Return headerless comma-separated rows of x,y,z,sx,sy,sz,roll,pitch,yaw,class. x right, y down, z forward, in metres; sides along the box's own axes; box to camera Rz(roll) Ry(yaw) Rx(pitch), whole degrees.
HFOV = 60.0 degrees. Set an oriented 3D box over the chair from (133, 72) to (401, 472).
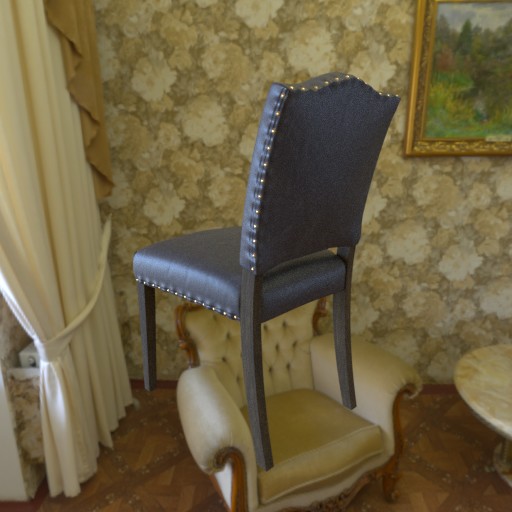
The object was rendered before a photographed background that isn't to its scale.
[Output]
0.000,0.000,1.340,0.500,0.991,0.633,-15,22,-41,chair
